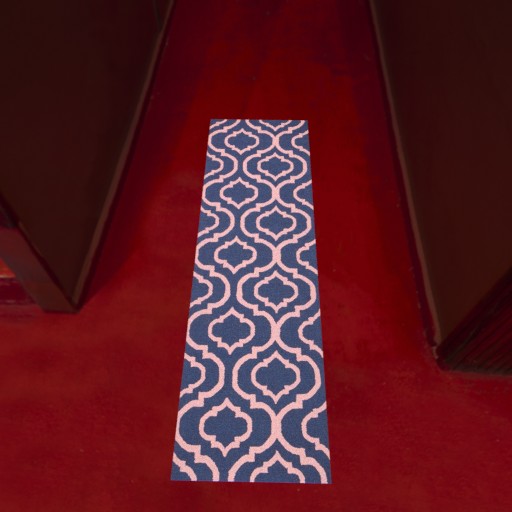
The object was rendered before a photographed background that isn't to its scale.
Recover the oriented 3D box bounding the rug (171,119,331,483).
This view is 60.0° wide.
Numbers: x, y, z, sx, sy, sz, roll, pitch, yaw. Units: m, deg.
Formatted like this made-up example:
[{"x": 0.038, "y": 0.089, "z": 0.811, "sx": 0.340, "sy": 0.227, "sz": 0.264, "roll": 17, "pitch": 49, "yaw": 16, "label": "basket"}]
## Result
[{"x": 0.000, "y": 0.000, "z": 2.516, "sx": 0.685, "sy": 0.006, "sz": 2.296, "roll": 1, "pitch": 57, "yaw": 1, "label": "rug"}]
